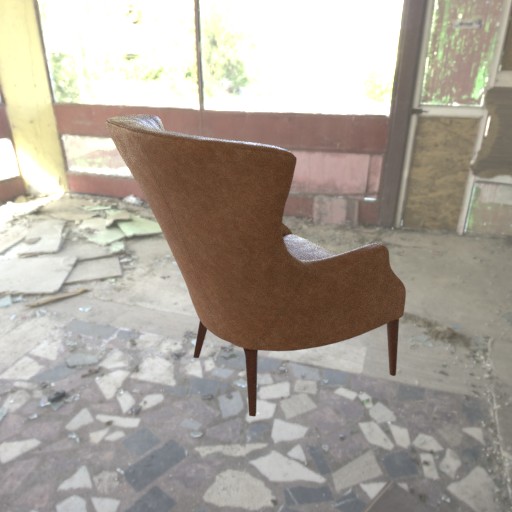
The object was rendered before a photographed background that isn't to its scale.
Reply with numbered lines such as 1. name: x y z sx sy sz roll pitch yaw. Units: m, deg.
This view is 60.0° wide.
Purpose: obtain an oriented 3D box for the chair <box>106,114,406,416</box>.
1. chair: 0.000 0.000 1.705 0.955 1.067 0.846 -17 30 -32
